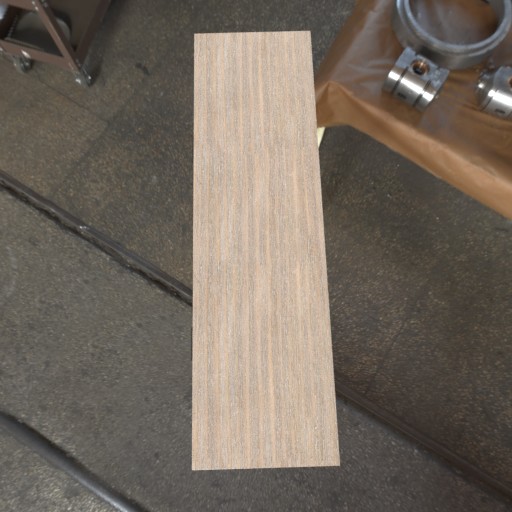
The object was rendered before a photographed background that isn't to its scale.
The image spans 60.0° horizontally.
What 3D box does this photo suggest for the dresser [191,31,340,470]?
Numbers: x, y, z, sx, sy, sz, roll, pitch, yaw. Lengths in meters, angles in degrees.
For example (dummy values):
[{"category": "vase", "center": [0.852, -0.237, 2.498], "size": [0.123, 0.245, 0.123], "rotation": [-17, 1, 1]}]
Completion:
[{"category": "dresser", "center": [0.000, 0.000, 1.943], "size": [0.457, 0.914, 1.524], "rotation": [-2, 76, 0]}]
